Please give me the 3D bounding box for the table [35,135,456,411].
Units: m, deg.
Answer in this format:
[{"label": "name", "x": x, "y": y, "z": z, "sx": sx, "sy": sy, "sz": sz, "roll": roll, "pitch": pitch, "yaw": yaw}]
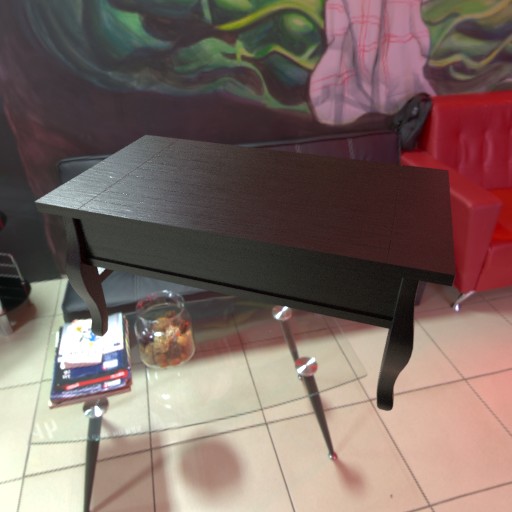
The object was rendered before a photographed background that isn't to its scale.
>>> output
[{"label": "table", "x": 0.000, "y": 0.000, "z": 1.419, "sx": 1.062, "sy": 0.494, "sz": 0.600, "roll": 10, "pitch": 35, "yaw": 15}]
